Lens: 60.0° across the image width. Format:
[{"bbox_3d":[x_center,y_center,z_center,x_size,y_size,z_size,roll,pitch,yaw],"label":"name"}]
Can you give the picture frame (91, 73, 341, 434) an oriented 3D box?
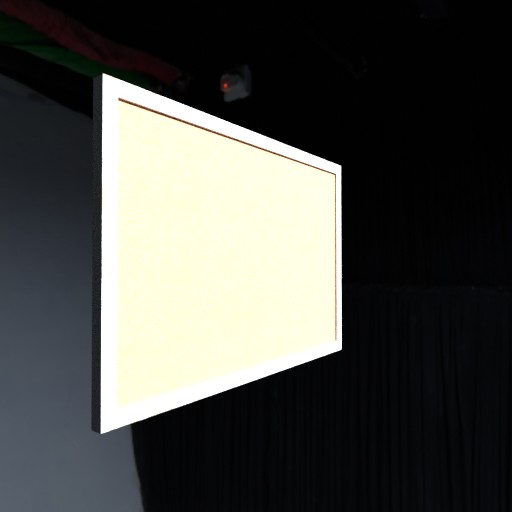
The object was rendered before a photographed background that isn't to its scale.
[{"bbox_3d":[0.000,0.000,1.175,0.029,0.640,0.950,-1,-1,37],"label":"picture frame"}]
